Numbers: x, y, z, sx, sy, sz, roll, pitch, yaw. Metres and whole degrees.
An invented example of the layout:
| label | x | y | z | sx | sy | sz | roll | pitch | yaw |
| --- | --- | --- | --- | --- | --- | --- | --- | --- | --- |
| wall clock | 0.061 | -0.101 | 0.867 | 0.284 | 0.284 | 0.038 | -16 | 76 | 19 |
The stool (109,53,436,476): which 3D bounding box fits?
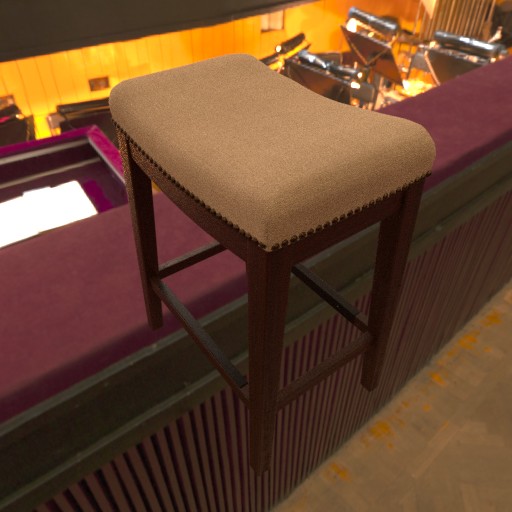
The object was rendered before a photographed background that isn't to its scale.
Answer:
| label | x | y | z | sx | sy | sz | roll | pitch | yaw |
| --- | --- | --- | --- | --- | --- | --- | --- | --- | --- |
| stool | 0.000 | 0.000 | 0.932 | 0.363 | 0.669 | 0.509 | -26 | 47 | -27 |
